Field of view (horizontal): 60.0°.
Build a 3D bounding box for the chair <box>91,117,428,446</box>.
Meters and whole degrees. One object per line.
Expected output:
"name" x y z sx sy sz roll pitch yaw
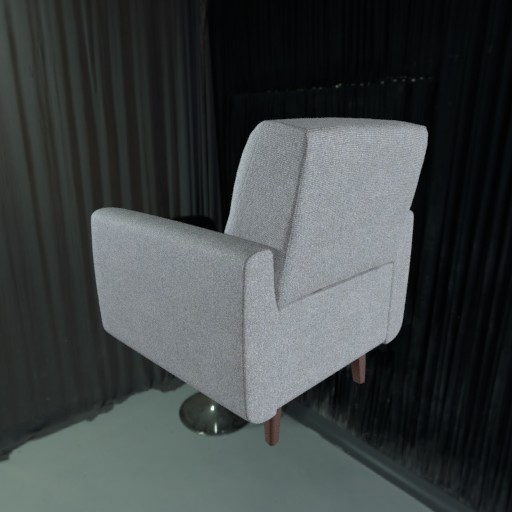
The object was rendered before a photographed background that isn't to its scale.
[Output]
"chair" 0.000 0.000 1.627 0.845 0.968 0.942 -16 23 -42
